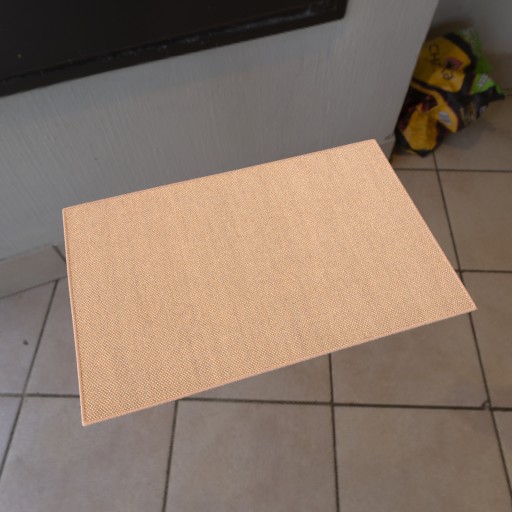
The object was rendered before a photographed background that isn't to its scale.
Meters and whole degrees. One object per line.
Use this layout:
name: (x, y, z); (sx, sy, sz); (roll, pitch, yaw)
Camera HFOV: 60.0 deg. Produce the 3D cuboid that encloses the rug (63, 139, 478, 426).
rug: (0.000, 0.000, 2.042); (1.676, 0.013, 1.067); (-14, 60, -9)
